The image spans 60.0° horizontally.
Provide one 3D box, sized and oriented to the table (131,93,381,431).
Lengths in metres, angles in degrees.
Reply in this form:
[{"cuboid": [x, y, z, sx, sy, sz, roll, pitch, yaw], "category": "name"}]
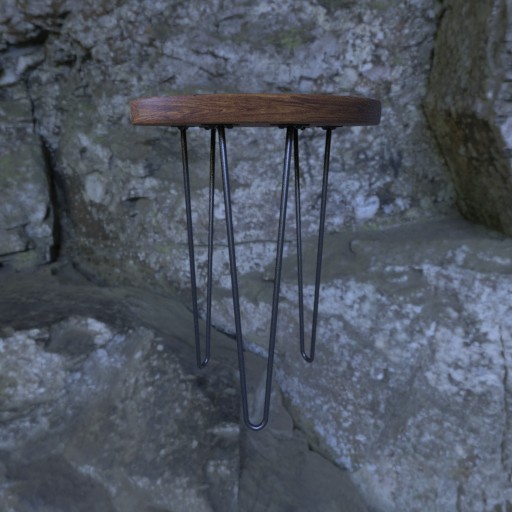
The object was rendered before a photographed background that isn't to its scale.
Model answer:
[{"cuboid": [0.000, 0.000, 0.799, 0.400, 0.520, 0.400, 0, 15, 0], "category": "table"}]
